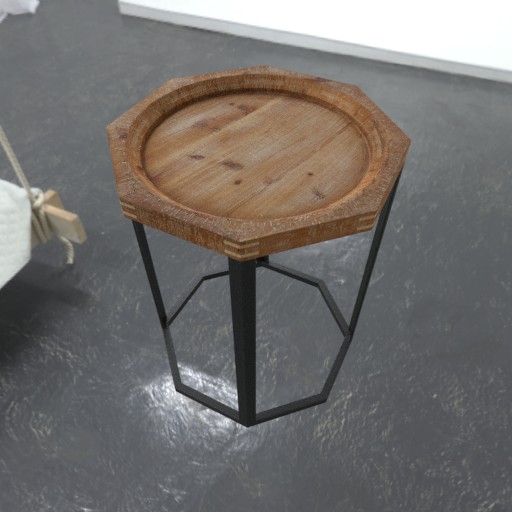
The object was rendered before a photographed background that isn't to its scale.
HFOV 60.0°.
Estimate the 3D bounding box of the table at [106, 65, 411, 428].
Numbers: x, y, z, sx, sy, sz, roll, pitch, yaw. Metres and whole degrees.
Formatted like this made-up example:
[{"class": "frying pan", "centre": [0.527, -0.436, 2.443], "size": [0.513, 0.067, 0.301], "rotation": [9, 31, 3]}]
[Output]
[{"class": "table", "centre": [0.000, 0.000, 0.863], "size": [0.458, 0.543, 0.458], "rotation": [3, 47, 3]}]
